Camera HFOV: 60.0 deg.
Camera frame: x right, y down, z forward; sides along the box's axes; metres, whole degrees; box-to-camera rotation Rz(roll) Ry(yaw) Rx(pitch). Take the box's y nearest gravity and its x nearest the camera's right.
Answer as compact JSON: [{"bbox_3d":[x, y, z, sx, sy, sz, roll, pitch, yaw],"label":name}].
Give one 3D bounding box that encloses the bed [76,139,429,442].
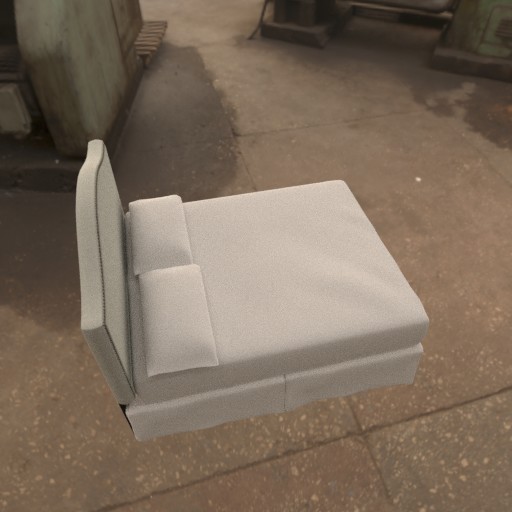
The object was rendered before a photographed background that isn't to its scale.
[{"bbox_3d":[0.000,0.000,3.316,2.180,1.607,1.813,-10,47,-9],"label":"bed"}]
